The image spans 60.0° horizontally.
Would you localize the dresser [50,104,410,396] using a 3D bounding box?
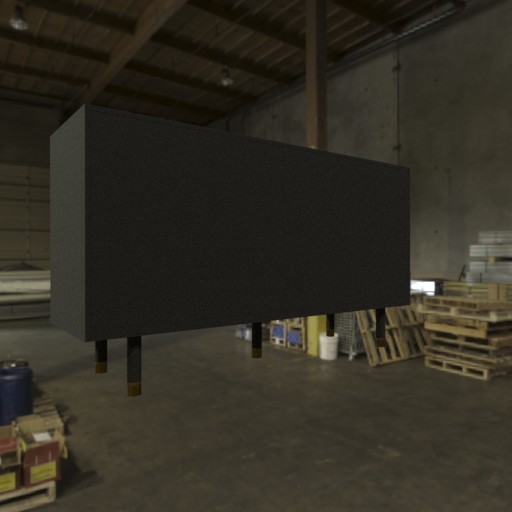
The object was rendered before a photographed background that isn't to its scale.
[{"bbox_3d":[0.000,0.000,1.913,1.558,0.872,0.463,0,0,-37],"label":"dresser"}]
